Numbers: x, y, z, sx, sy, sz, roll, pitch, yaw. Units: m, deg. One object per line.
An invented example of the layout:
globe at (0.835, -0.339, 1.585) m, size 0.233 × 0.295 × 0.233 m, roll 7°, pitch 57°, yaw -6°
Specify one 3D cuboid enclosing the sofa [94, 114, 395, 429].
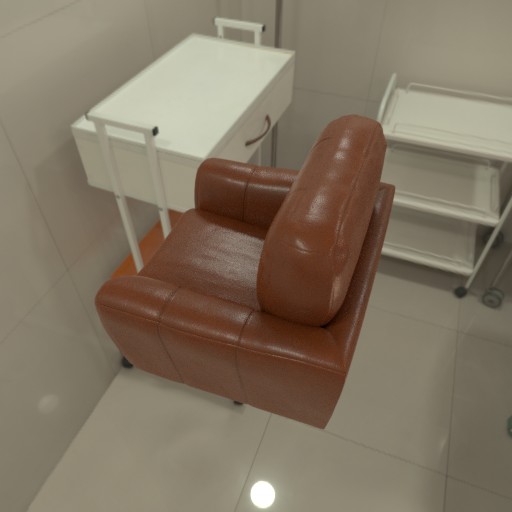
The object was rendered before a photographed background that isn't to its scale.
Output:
sofa at (0.000, 0.000, 1.512) m, size 0.789 × 0.876 × 0.836 m, roll 15°, pitch 48°, yaw 14°
